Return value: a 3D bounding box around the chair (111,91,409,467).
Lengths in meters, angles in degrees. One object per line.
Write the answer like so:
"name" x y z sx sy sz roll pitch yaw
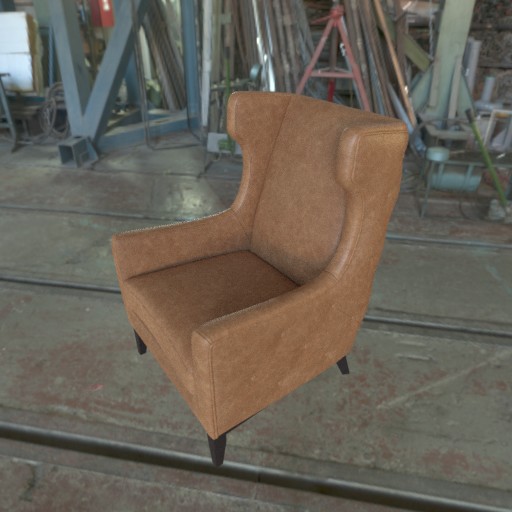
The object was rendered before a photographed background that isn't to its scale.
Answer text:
"chair" 0.000 0.000 1.700 0.899 1.079 0.766 -19 36 -29
